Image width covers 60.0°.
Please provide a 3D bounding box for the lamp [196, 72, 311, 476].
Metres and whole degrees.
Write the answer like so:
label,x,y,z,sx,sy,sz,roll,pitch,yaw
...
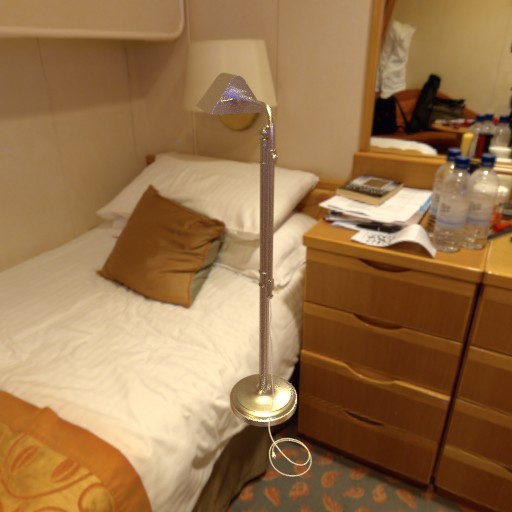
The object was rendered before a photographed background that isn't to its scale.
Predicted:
label,x,y,z,sx,sy,sz,roll,pitch,yaw
lamp,0.000,0.000,0.952,0.159,0.708,0.546,-8,26,-16
